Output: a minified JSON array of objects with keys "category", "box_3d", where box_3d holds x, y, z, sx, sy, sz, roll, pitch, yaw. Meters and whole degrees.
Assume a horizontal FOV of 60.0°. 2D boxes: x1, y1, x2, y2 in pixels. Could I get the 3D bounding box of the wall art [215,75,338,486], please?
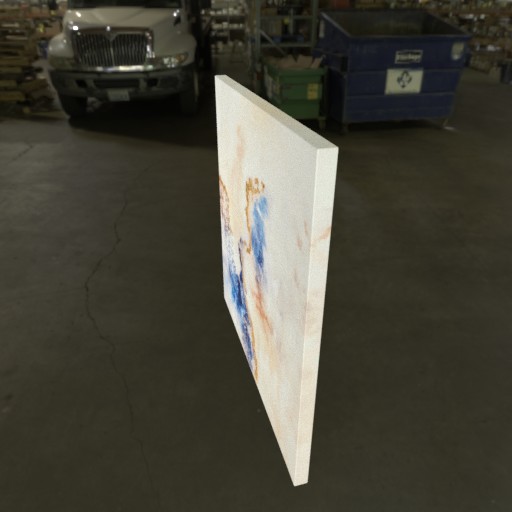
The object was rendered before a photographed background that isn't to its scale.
[{"category":"wall art","box_3d":[0.000,0.000,1.312,0.038,0.889,0.889,-8,30,-13]}]
